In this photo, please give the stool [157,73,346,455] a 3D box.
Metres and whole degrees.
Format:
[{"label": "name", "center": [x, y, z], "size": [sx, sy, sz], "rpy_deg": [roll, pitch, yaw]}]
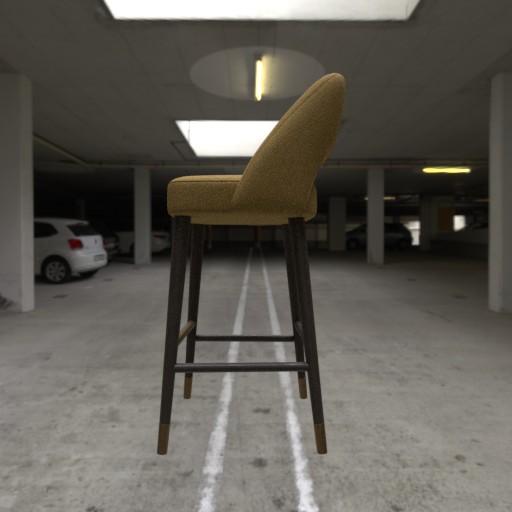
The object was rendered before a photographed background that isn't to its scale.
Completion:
[{"label": "stool", "center": [0.000, 0.000, 1.377], "size": [0.522, 1.032, 0.536], "rpy_deg": [0, 1, 0]}]
